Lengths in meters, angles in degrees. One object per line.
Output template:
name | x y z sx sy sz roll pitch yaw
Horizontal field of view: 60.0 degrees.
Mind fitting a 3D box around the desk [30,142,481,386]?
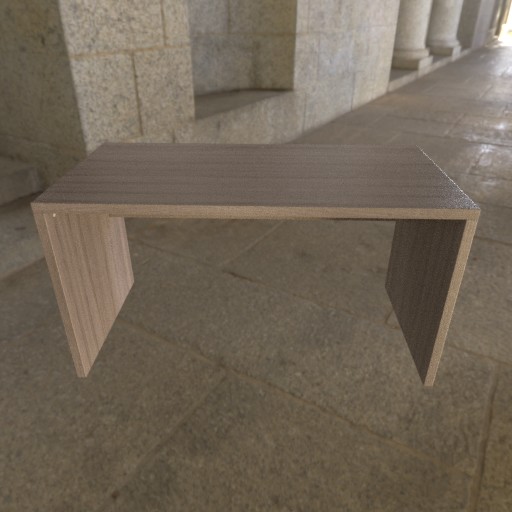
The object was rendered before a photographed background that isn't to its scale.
desk | 0.000 0.000 1.840 1.380 0.745 0.690 1 30 2
